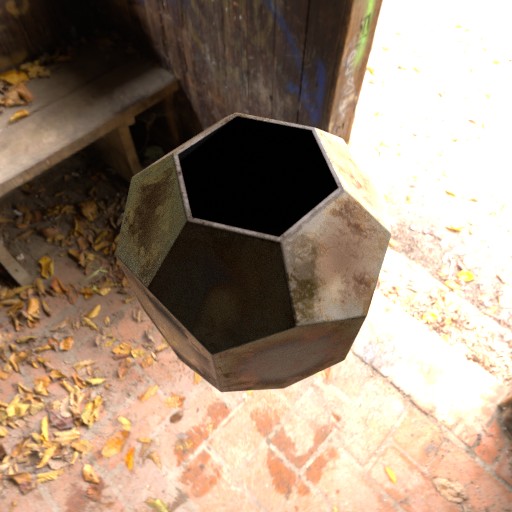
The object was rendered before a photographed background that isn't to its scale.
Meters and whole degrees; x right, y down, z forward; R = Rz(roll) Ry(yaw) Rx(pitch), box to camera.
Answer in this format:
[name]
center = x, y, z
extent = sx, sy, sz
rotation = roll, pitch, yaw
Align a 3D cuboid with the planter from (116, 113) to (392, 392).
[planter]
center = 0.000, 0.000, 0.430
extent = 0.221, 0.238, 0.243
rotation = 13, 59, 8
